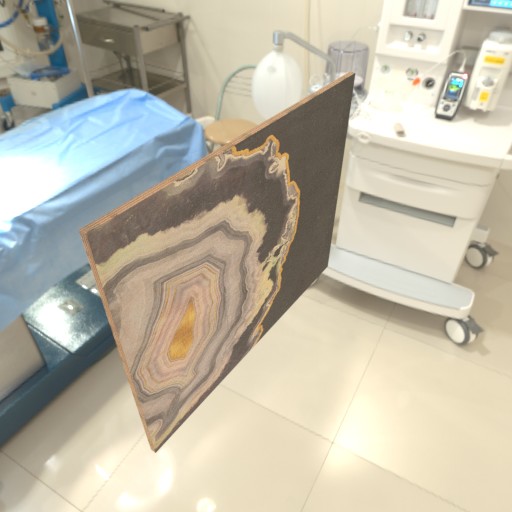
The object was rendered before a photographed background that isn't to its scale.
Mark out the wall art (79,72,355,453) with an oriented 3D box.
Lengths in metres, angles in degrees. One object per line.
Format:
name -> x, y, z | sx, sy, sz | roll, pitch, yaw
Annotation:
wall art -> 0.000, 0.000, 0.673 | 0.010, 0.408, 0.508 | 26, 47, 27
